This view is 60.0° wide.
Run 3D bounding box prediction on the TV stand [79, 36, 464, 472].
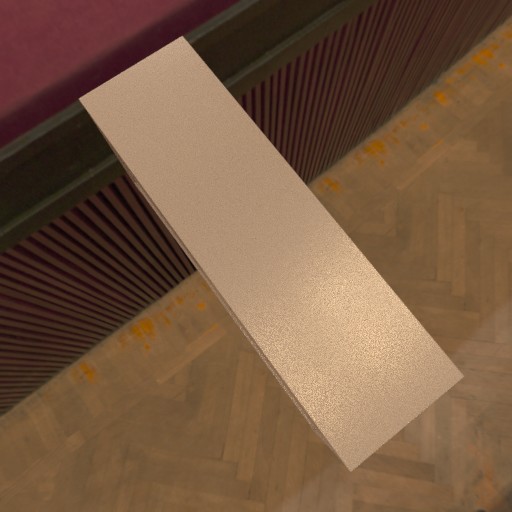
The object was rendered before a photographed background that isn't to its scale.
[{"bbox_3d":[0.000,0.000,1.413,0.344,0.603,1.167,-36,78,-9],"label":"TV stand"}]
